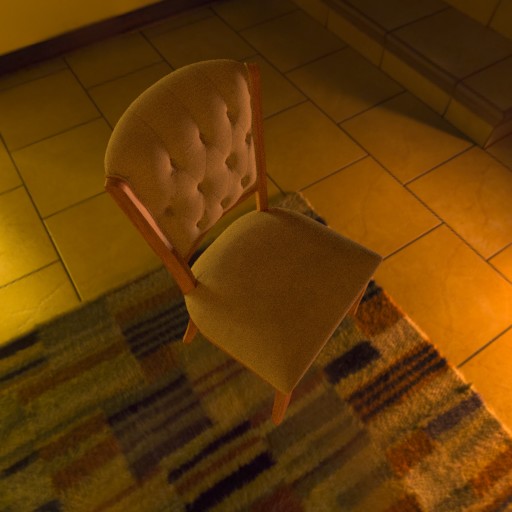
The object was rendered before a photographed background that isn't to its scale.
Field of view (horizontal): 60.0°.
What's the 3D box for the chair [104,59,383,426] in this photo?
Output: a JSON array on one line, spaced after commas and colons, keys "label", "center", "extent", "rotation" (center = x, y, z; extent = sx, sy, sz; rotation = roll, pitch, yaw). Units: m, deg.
[{"label": "chair", "center": [0.000, 0.000, 1.265], "extent": [0.584, 0.905, 0.513], "rotation": [32, 63, 19]}]
